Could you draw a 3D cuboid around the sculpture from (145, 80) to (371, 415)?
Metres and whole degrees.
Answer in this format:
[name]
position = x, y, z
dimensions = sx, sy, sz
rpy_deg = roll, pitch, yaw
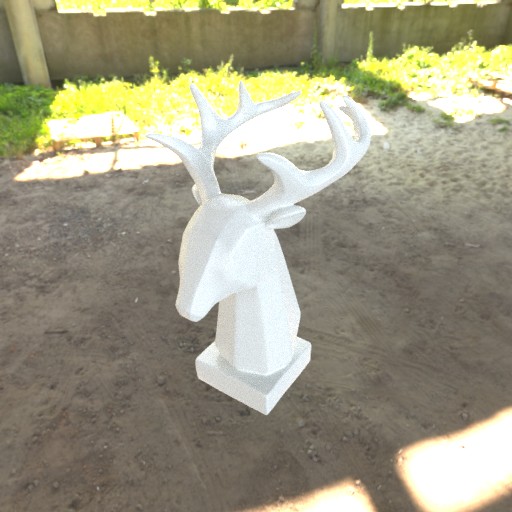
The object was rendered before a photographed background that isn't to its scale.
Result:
[sculpture]
position = 0.000, 0.000, 0.469
dimensions = 0.174, 0.329, 0.224
rpy_deg = 19, 35, 29
